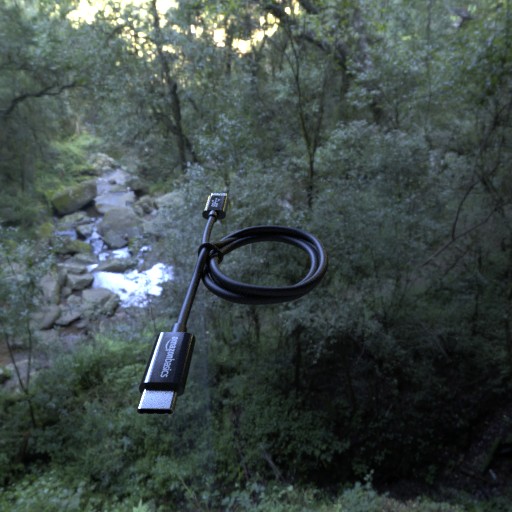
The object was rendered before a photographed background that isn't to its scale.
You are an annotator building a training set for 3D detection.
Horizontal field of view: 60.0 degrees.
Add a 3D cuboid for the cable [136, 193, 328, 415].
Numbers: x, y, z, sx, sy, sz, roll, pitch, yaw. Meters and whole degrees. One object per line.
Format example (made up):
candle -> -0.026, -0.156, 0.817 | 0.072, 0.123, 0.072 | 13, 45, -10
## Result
cable -> 0.000, 0.000, 0.211 | 0.070, 0.014, 0.186 | 1, 28, 1
